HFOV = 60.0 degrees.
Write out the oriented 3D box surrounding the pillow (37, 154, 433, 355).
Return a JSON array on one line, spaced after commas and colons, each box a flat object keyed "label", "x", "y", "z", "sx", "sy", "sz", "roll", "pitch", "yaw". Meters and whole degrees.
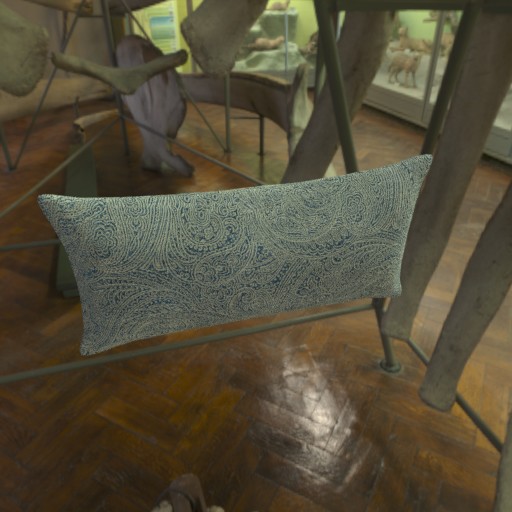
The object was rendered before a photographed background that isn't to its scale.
[{"label": "pillow", "x": 0.000, "y": 0.000, "z": 0.745, "sx": 0.615, "sy": 0.295, "sz": 0.151, "roll": -8, "pitch": 32, "yaw": -13}]
